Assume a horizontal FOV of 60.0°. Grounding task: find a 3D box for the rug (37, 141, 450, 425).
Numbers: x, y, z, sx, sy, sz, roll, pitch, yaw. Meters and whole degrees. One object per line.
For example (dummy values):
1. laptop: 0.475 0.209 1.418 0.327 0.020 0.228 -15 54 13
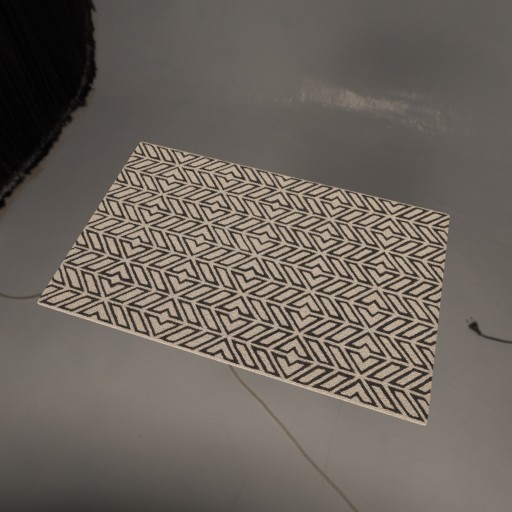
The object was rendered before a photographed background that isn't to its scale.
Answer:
1. rug: 0.000 0.000 2.996 2.438 0.008 1.523 15 59 9
